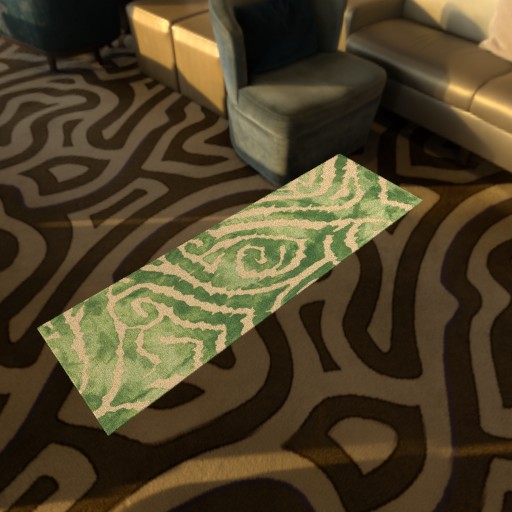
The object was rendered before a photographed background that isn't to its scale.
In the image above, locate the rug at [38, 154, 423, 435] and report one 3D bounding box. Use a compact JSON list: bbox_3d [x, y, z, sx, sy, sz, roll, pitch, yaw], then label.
[{"bbox_3d":[0.000,0.000,2.720,2.438,0.006,0.761,-33,55,-27],"label":"rug"}]
